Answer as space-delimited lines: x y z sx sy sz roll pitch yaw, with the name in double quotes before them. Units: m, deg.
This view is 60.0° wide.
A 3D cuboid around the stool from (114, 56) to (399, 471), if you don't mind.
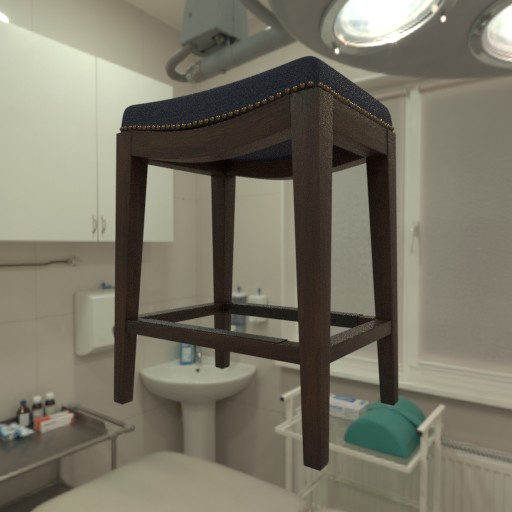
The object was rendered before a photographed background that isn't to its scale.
"stool" 0.000 0.000 0.949 0.500 0.642 0.361 1 2 36
